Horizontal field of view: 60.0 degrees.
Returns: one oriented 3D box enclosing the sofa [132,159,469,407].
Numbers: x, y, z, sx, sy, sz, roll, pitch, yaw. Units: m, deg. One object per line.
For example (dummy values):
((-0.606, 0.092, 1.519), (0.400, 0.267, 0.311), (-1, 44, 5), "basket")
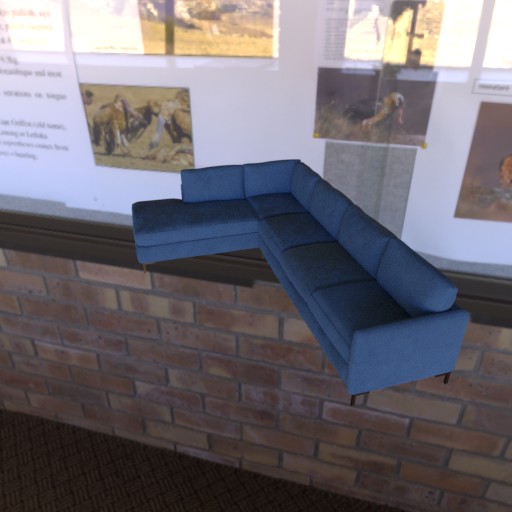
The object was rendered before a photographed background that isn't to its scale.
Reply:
((0.000, 0.000, 3.873), (2.007, 0.815, 2.949), (-8, 31, -14), "sofa")
